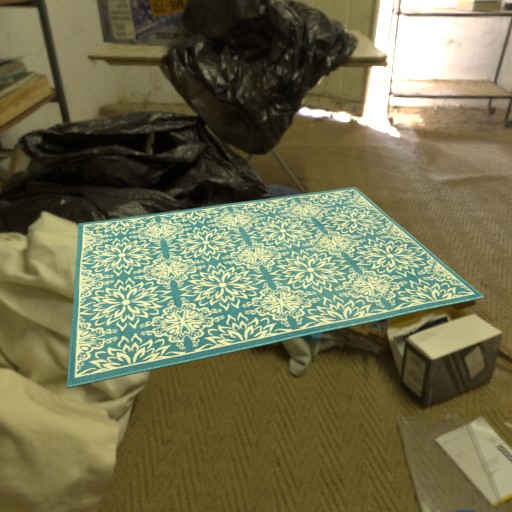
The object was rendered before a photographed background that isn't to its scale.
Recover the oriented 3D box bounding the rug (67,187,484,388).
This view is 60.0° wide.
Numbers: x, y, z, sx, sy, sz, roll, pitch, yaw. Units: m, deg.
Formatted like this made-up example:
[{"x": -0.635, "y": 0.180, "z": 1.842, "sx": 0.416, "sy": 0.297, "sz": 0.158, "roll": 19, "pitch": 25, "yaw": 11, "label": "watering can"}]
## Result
[{"x": 0.000, "y": 0.000, "z": 2.835, "sx": 2.205, "sy": 0.012, "sz": 1.554, "roll": -9, "pitch": 34, "yaw": -14, "label": "rug"}]
